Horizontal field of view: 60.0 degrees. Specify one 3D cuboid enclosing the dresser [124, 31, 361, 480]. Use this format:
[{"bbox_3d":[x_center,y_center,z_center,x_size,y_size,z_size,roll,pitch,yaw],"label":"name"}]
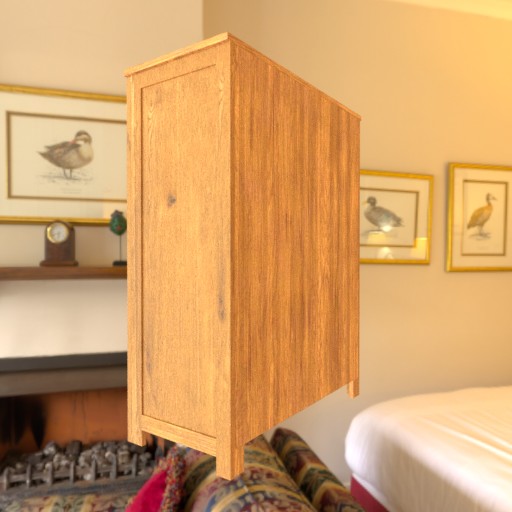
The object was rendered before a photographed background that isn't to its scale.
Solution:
[{"bbox_3d":[0.000,0.000,2.002,0.558,1.431,1.081,0,1,36],"label":"dresser"}]
